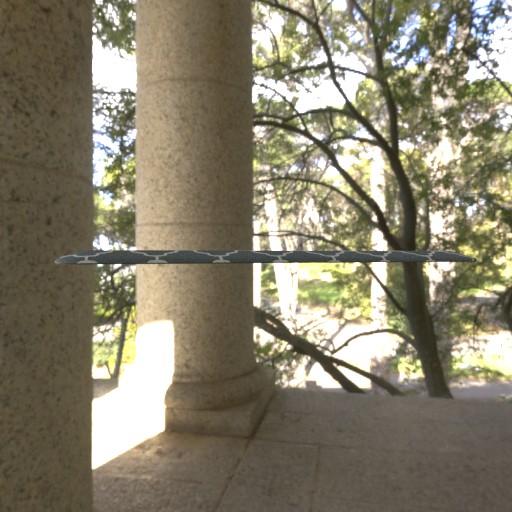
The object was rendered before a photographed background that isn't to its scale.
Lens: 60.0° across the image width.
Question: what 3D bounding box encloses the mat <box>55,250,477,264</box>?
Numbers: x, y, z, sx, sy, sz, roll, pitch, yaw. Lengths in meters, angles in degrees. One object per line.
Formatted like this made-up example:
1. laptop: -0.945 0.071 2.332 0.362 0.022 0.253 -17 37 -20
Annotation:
1. mat: 0.000 0.000 0.972 0.762 0.021 0.508 0 0 -18
